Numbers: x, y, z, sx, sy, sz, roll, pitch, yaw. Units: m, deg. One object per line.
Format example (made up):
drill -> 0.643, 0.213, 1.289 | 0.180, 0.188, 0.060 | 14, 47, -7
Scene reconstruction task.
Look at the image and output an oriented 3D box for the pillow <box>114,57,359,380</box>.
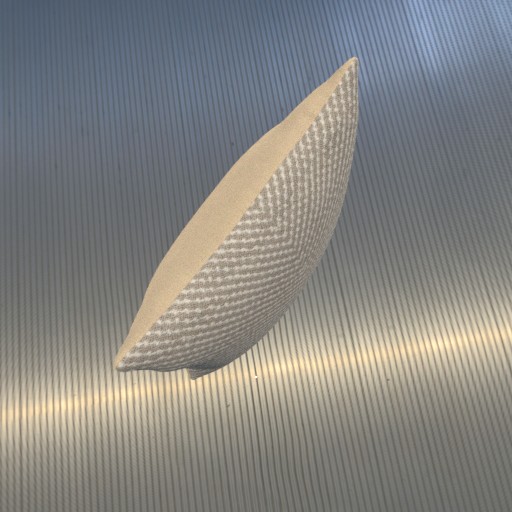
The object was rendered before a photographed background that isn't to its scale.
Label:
pillow -> 0.000, 0.000, 0.711 | 0.181, 0.458, 0.459 | 34, 77, 9
